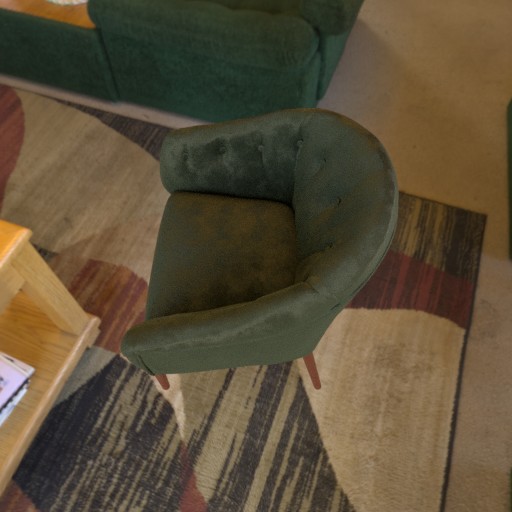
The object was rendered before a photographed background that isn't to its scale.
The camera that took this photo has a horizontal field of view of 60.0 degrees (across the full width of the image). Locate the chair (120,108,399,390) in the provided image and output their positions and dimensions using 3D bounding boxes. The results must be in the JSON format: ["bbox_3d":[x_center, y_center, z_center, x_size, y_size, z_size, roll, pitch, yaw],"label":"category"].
[{"bbox_3d":[0.000,0.000,1.541,0.776,0.885,0.851,2,58,1],"label":"chair"}]
